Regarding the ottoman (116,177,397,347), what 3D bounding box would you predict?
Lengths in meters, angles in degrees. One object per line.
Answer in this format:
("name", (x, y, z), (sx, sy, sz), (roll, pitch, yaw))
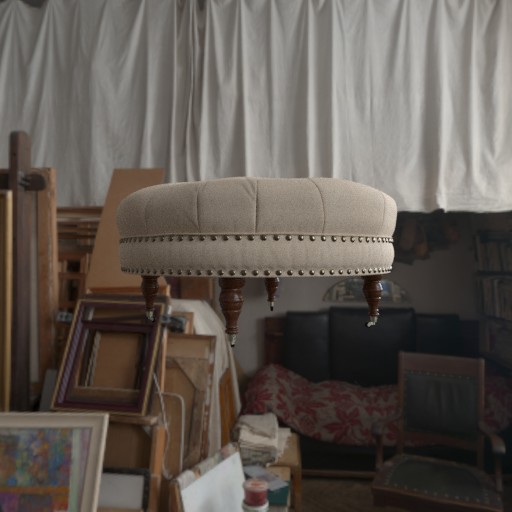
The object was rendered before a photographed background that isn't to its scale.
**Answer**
("ottoman", (0.000, 0.000, 1.545), (0.940, 0.483, 0.940), (0, 0, 0))
